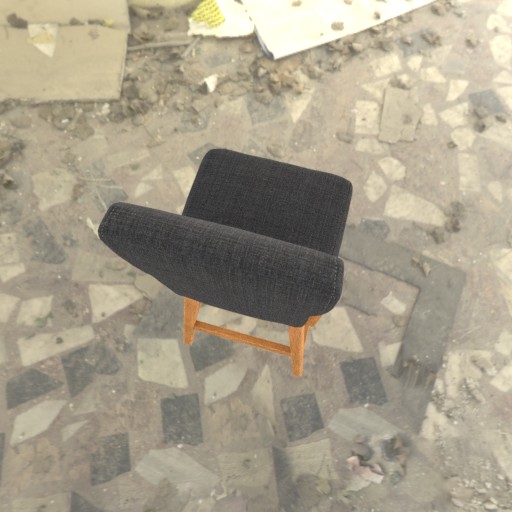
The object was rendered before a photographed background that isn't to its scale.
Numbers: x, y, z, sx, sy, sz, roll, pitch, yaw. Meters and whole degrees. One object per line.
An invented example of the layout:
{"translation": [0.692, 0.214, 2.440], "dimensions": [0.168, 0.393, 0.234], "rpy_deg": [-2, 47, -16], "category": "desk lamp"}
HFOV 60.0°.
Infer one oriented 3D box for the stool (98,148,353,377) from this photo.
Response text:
{"translation": [0.000, 0.000, 1.284], "dimensions": [0.459, 1.010, 0.526], "rpy_deg": [15, 66, 7], "category": "stool"}
